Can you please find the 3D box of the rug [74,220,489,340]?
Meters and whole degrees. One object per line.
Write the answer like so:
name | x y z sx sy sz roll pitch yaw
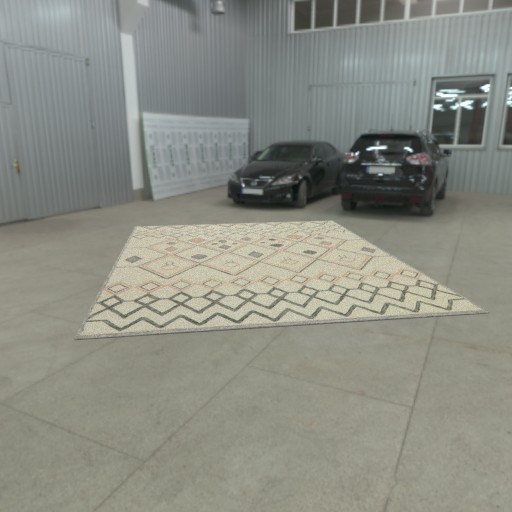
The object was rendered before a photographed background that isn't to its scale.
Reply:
rug | 0.000 0.000 3.994 2.441 0.016 3.050 -2 15 -8
